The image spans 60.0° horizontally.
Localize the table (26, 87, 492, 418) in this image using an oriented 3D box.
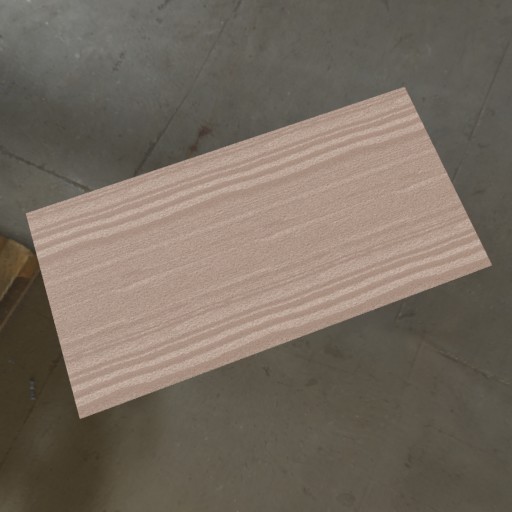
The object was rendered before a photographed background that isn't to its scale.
[{"bbox_3d":[0.000,0.000,1.485,1.200,0.450,0.600,-20,78,-4],"label":"table"}]
